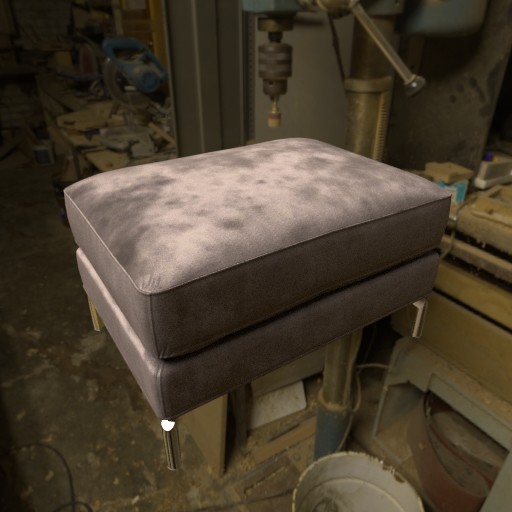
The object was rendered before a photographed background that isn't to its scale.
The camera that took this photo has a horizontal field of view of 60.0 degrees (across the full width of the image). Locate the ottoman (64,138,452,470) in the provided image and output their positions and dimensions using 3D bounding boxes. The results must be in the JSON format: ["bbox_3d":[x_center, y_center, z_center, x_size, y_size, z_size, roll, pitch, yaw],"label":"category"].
[{"bbox_3d":[0.000,0.000,1.056,0.719,0.456,0.520,-18,34,-28],"label":"ottoman"}]
